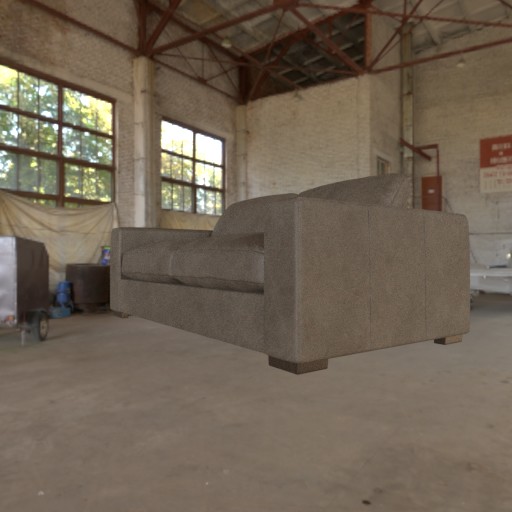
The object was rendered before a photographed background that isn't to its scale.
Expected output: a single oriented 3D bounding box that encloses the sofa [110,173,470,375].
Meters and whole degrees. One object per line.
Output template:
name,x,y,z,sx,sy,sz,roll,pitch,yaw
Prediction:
sofa,0.000,0.000,2.492,1.070,0.800,1.920,0,0,-36
